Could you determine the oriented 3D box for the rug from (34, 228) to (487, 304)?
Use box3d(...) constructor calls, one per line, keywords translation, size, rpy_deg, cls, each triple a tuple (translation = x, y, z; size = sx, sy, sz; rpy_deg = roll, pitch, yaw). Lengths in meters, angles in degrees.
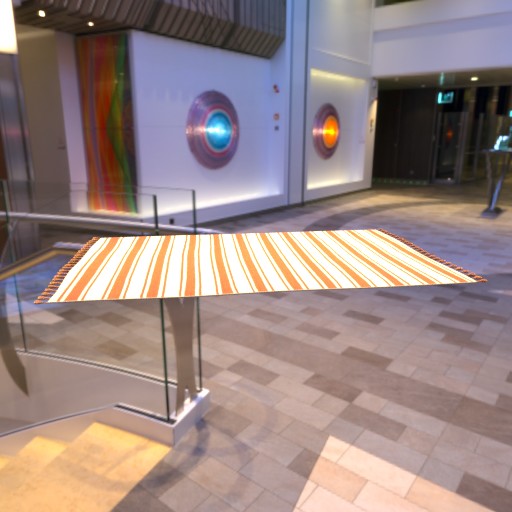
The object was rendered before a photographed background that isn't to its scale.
box3d(translation=(0.000, 0.000, 2.571), size=(2.092, 0.017, 1.232), rpy_deg=(-2, 15, -8), cls="rug")
